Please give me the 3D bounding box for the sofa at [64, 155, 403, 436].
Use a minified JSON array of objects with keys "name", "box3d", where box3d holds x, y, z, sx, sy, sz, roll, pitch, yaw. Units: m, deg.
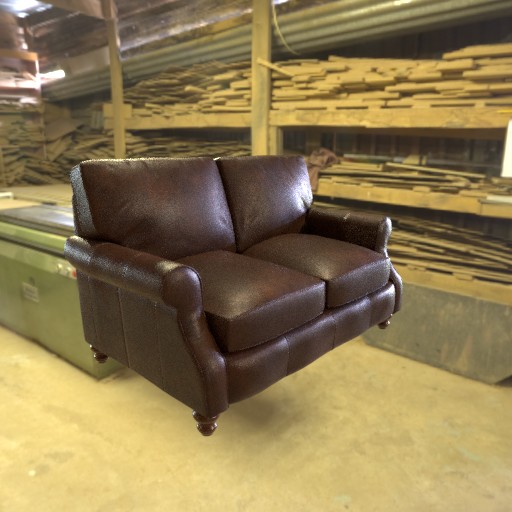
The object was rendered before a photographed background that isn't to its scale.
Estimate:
[{"name":"sofa","box3d":[0.000,0.000,2.247,0.990,0.976,1.616,13,19,42]}]
